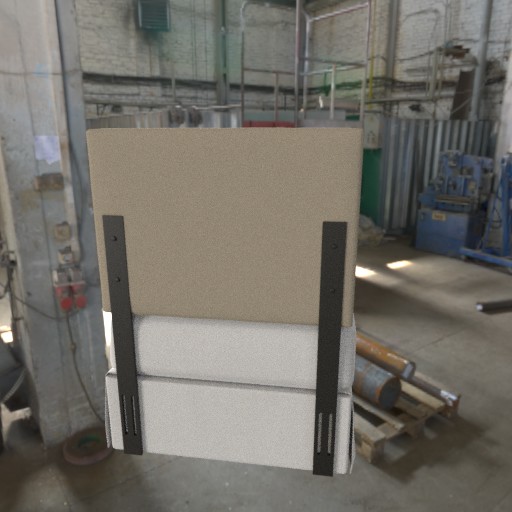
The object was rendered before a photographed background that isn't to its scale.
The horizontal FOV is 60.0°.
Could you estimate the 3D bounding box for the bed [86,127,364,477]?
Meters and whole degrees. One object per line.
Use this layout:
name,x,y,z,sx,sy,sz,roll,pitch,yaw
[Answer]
bed,0.000,0.000,2.884,1.261,1.571,1.997,2,15,8
